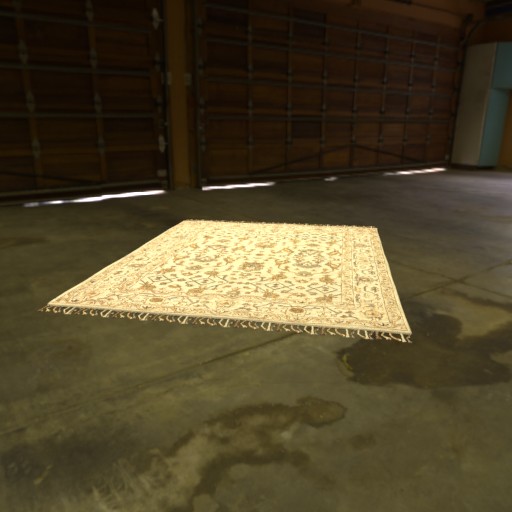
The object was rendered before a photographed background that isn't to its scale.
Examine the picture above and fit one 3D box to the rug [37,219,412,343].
[{"bbox_3d":[0.000,0.000,4.177,2.426,0.034,3.061,3,17,10],"label":"rug"}]
